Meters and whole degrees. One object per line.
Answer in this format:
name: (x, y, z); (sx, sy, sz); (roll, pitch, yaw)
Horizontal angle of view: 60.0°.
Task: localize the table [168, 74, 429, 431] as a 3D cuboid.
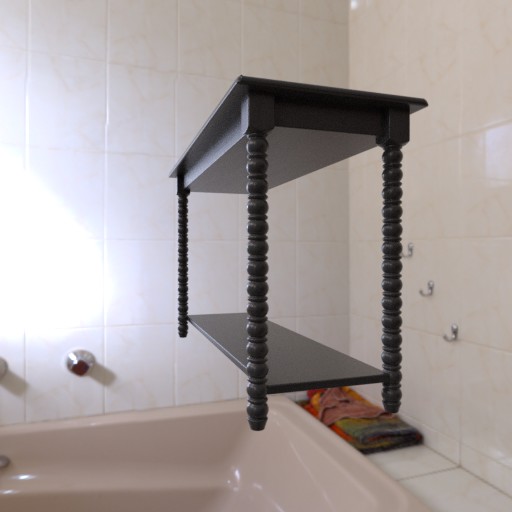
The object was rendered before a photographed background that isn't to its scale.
table: (0.000, 0.000, 1.511); (0.459, 0.735, 1.184); (0, 1, -18)
